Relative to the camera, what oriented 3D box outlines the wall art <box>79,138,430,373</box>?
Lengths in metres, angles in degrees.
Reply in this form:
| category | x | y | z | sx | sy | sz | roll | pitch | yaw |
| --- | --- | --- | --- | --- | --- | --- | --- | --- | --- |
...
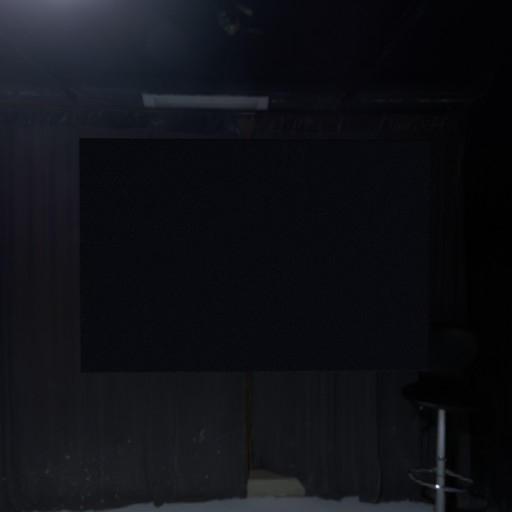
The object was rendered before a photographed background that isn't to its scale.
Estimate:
| category | x | y | z | sx | sy | sz | roll | pitch | yaw |
| --- | --- | --- | --- | --- | --- | --- | --- | --- | --- |
| wall art | 0.000 | 0.000 | 0.792 | 0.610 | 0.406 | 0.037 | 0 | 1 | -1 |
